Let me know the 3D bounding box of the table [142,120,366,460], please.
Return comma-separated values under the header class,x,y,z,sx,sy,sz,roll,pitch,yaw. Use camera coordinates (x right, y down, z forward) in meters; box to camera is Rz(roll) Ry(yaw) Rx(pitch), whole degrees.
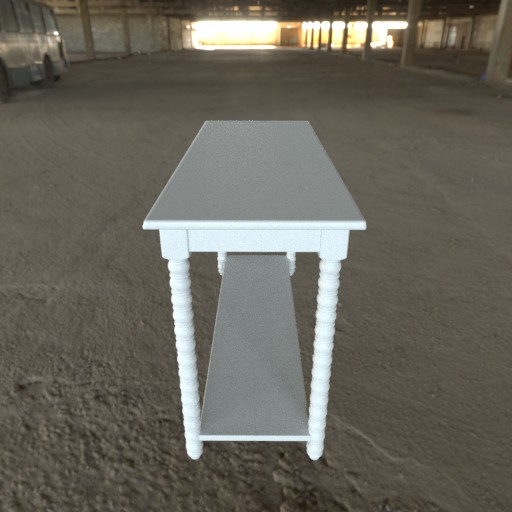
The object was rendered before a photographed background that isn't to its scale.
class,x,y,z,sx,sy,sz,roll,pitch,yaw
table,0.000,0.000,1.574,0.459,0.740,1.184,0,26,0
